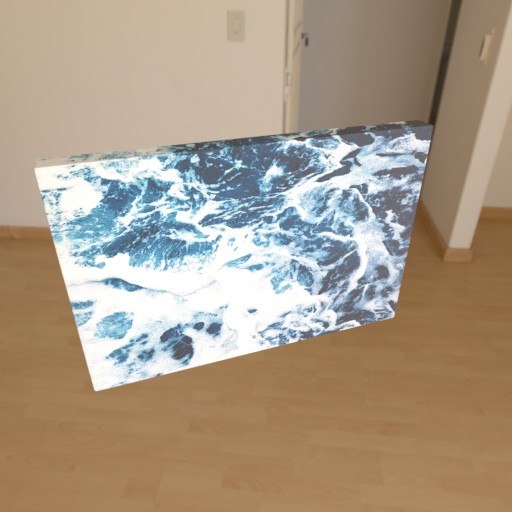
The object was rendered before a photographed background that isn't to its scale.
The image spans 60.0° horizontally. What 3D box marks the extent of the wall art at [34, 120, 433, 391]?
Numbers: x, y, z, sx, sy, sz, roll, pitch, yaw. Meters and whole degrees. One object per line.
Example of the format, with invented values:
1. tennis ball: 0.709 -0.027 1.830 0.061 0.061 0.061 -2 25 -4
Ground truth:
1. wall art: 0.000 0.000 0.768 0.609 0.407 0.043 -10 33 -17
